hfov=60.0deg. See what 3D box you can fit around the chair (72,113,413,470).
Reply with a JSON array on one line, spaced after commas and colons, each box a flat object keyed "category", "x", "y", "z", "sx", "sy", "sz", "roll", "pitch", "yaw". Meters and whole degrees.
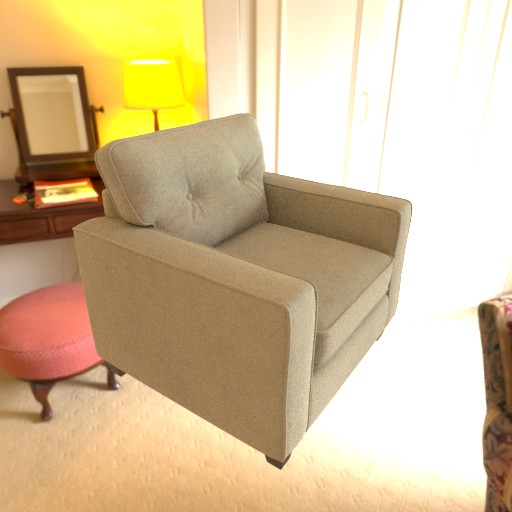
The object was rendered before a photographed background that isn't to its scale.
[{"category": "chair", "x": 0.000, "y": 0.000, "z": 1.771, "sx": 0.939, "sy": 0.965, "sz": 1.015, "roll": 17, "pitch": 31, "yaw": 31}]
